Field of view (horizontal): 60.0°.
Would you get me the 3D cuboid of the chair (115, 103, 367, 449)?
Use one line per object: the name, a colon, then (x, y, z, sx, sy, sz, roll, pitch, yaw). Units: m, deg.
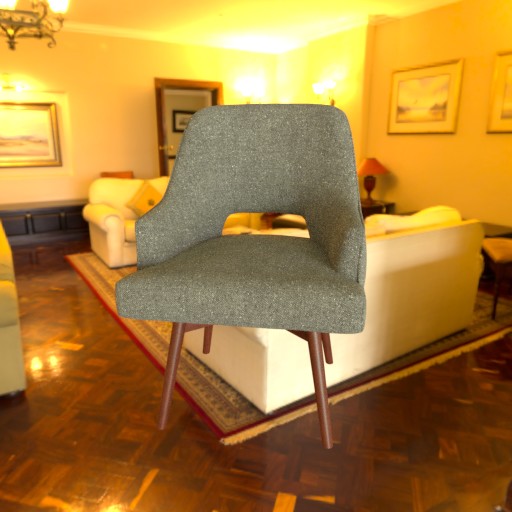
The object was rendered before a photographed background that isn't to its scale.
chair: (0.000, 0.000, 1.274, 0.608, 0.875, 0.629, 3, 15, 9)
